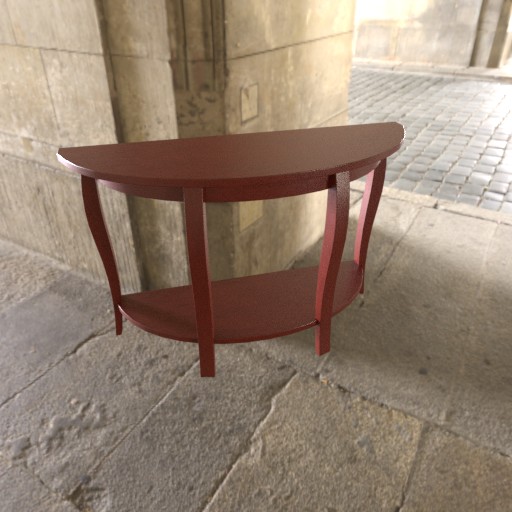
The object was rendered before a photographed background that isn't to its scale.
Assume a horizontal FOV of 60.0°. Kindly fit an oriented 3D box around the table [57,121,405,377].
[{"bbox_3d":[0.000,0.000,1.613,1.219,0.779,0.405,-8,33,-13],"label":"table"}]
